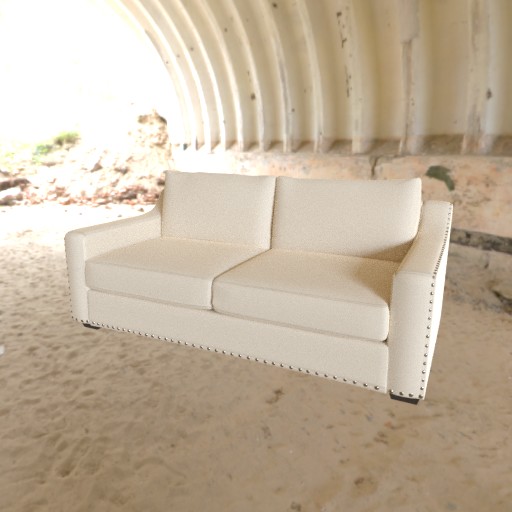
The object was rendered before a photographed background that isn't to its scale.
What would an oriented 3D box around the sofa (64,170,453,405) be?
[{"bbox_3d":[0.000,0.000,2.328,1.812,0.830,0.949,7,16,25],"label":"sofa"}]
